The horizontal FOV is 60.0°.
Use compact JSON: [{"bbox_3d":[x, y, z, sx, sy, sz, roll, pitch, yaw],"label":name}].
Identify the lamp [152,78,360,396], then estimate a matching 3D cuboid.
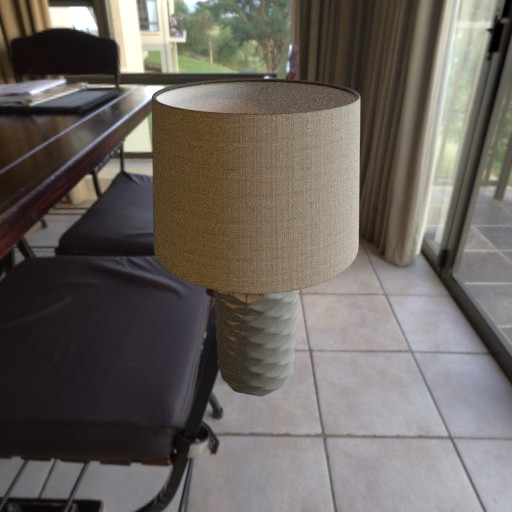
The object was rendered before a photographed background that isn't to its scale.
[{"bbox_3d":[0.000,0.000,0.848,0.376,0.594,0.376,0,29,0],"label":"lamp"}]
